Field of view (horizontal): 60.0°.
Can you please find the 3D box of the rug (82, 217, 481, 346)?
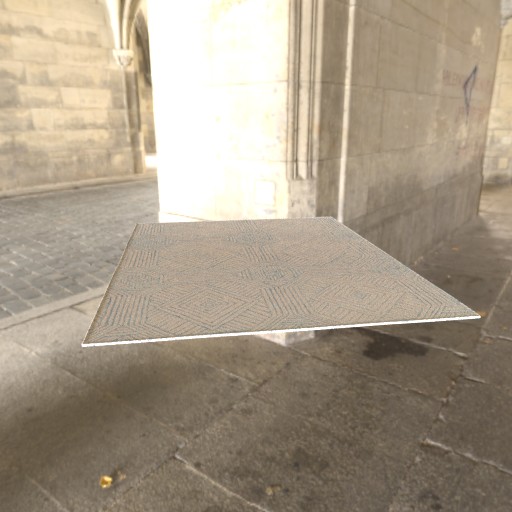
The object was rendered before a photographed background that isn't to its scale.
[{"bbox_3d":[0.000,0.000,4.098,2.457,0.015,3.049,-3,17,-8],"label":"rug"}]
